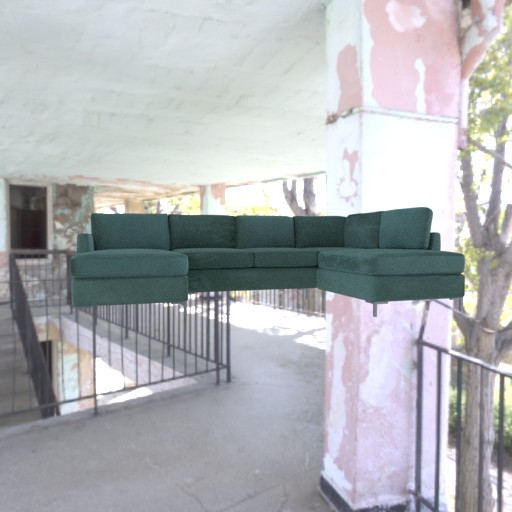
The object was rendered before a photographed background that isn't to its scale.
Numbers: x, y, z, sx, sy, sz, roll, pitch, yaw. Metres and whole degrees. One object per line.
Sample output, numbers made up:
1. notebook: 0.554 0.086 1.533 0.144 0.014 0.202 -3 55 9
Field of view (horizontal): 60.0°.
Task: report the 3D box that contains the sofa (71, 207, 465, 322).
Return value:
1. sofa: 0.000 0.000 4.516 3.434 0.992 2.055 -1 2 -18
